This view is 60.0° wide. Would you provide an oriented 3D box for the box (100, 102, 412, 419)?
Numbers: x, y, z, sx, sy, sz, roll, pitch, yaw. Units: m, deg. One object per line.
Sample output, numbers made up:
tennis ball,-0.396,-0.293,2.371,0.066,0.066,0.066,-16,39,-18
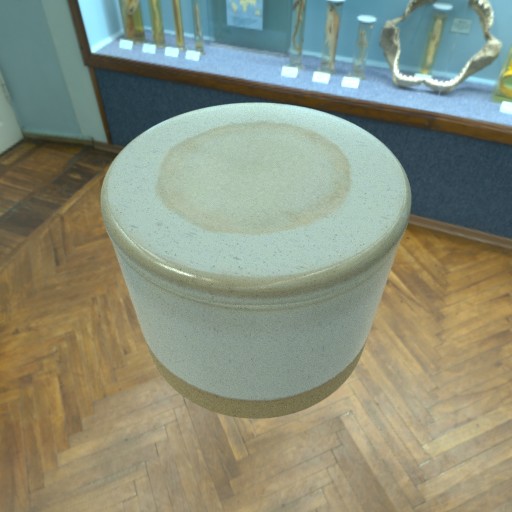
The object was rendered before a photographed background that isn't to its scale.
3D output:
box,0.000,0.000,0.265,0.154,0.123,0.154,0,45,0
